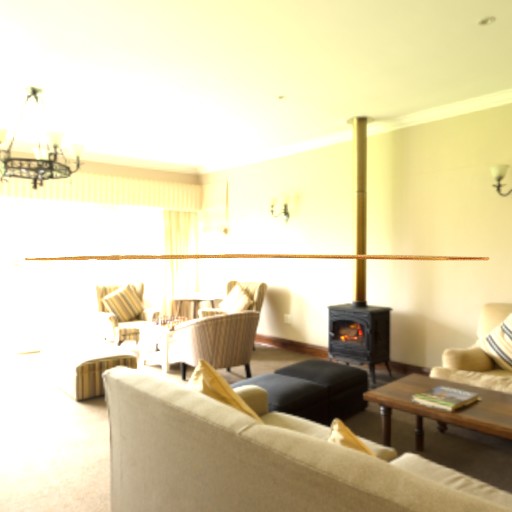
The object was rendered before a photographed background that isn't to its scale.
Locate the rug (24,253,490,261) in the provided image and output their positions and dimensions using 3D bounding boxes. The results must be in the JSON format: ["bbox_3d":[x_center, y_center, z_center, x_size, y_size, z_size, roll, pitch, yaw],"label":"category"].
[{"bbox_3d":[0.000,0.000,4.232,3.202,0.045,2.434,0,1,0],"label":"rug"}]
